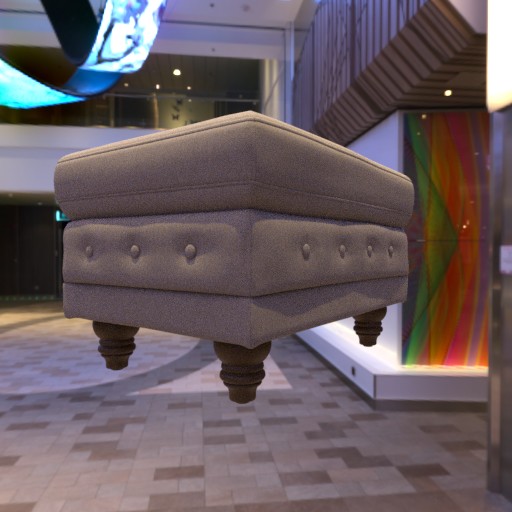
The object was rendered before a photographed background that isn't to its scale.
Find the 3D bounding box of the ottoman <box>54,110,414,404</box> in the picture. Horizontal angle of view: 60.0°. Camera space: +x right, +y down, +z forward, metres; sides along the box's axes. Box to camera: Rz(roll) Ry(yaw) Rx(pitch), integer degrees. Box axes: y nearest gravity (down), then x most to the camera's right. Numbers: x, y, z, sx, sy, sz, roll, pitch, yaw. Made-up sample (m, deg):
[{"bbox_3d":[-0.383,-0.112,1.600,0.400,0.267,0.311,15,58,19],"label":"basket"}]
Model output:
[{"bbox_3d":[0.000,0.000,1.102,0.569,0.500,0.771,1,1,37],"label":"ottoman"}]
